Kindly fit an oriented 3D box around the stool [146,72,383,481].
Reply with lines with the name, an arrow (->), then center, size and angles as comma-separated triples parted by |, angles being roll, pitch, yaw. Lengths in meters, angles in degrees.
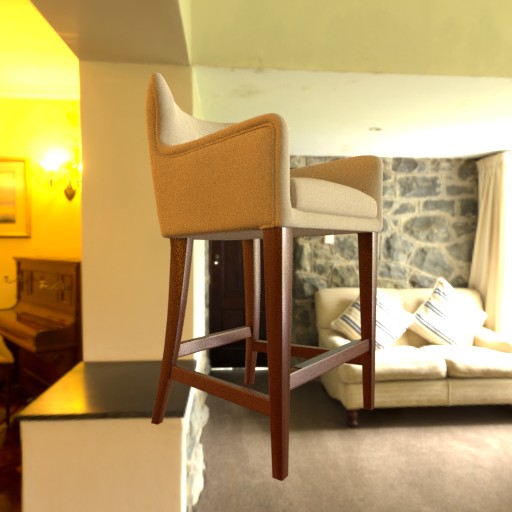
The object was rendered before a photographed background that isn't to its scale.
stool -> 0.000, 0.000, 1.311 | 0.570, 0.951, 0.601 | 1, 2, 36
